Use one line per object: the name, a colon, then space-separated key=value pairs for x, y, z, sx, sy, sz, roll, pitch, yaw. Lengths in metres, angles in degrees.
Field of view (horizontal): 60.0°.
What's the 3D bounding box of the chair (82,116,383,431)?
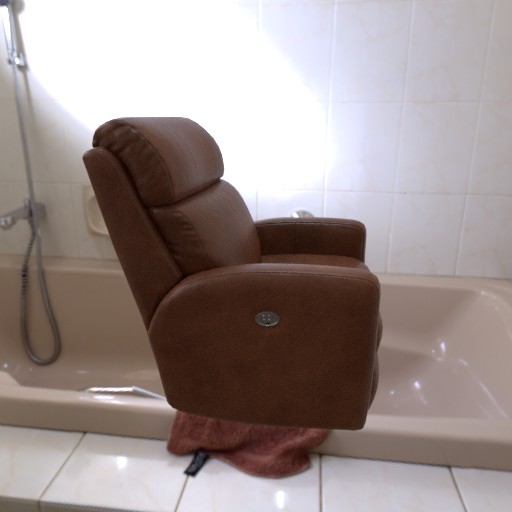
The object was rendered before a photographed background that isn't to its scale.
chair: x=0.000 y=0.000 z=1.692 sx=0.939 sy=1.016 sz=0.787 roll=3 pitch=18 yaw=9
